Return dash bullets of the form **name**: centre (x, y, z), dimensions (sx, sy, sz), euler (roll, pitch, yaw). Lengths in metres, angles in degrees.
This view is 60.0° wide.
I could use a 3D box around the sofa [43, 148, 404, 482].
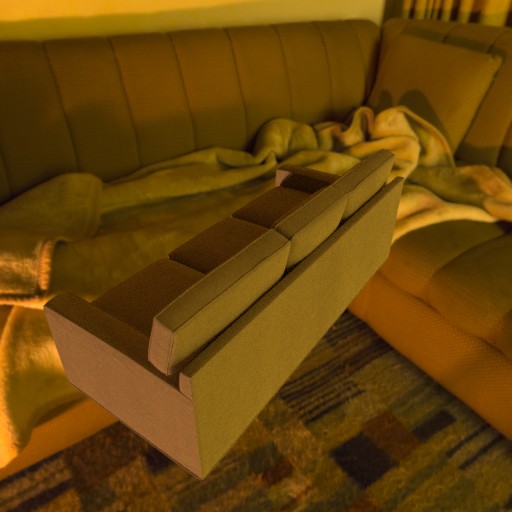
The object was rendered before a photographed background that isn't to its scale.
- **sofa**: centre (0.000, 0.000, 2.565), dimensions (0.936, 0.862, 2.093), euler (21, 39, 29)
